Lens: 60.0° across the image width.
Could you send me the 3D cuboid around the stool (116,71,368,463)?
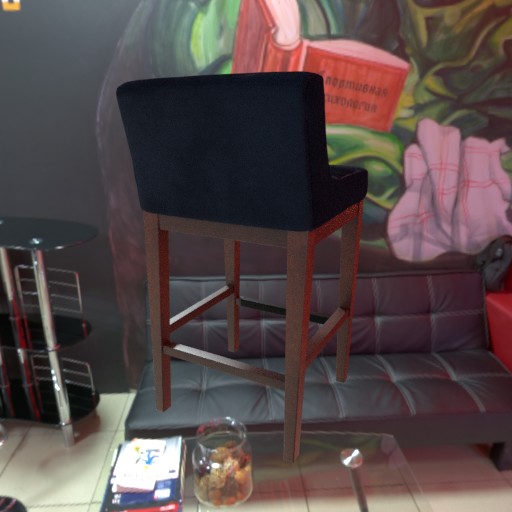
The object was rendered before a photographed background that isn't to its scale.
[{"bbox_3d":[0.000,0.000,1.285,0.511,0.945,0.516,9,19,27],"label":"stool"}]
